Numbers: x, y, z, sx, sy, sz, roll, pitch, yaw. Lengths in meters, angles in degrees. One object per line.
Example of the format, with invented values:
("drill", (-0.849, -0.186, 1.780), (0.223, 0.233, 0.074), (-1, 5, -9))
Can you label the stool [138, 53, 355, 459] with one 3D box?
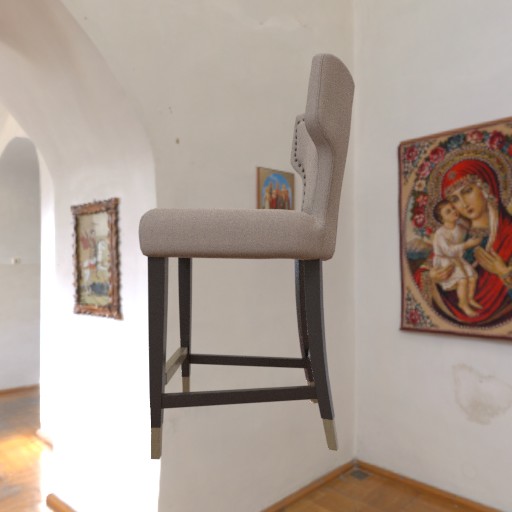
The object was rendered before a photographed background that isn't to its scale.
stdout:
("stool", (0.000, 0.000, 1.306), (0.563, 0.982, 0.527), (0, 0, 0))
